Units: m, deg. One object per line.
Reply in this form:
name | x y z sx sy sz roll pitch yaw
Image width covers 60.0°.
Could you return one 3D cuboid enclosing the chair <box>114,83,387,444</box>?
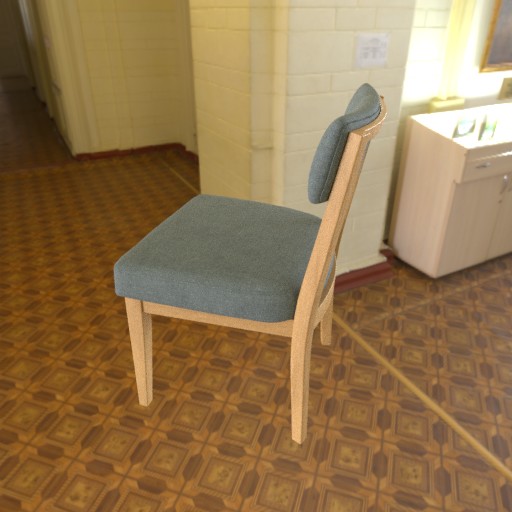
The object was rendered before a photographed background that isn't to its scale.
chair | 0.000 0.000 1.185 0.572 0.832 0.508 9 30 15
